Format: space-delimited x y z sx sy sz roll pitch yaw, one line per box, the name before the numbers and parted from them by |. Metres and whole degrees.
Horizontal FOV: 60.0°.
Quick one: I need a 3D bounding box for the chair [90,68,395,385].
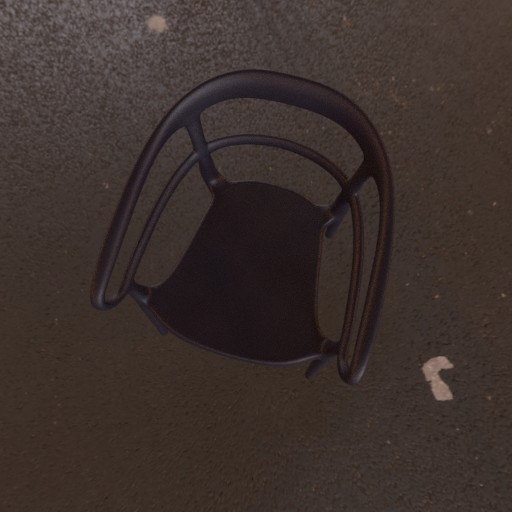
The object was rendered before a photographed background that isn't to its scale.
chair | 0.000 0.000 1.136 0.559 0.761 0.527 16 76 4
